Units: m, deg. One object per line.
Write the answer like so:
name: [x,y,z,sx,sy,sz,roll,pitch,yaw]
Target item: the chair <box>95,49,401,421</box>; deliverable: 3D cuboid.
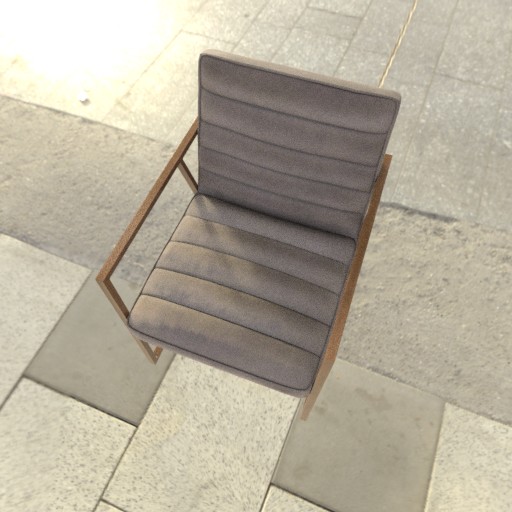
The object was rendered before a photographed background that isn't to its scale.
chair: [0.000,0.000,1.309,0.578,0.843,0.682,18,61,10]
